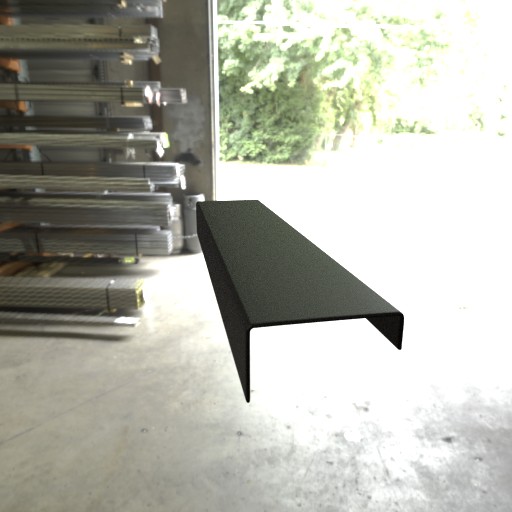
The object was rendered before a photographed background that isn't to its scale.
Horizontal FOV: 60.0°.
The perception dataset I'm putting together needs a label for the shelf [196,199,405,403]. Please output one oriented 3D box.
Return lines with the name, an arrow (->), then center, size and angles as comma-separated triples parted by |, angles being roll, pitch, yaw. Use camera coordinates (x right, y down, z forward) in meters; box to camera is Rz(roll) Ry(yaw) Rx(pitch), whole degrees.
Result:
shelf -> 0.000, 0.000, 0.488 | 0.102, 0.053, 0.456 | -3, 17, -11
